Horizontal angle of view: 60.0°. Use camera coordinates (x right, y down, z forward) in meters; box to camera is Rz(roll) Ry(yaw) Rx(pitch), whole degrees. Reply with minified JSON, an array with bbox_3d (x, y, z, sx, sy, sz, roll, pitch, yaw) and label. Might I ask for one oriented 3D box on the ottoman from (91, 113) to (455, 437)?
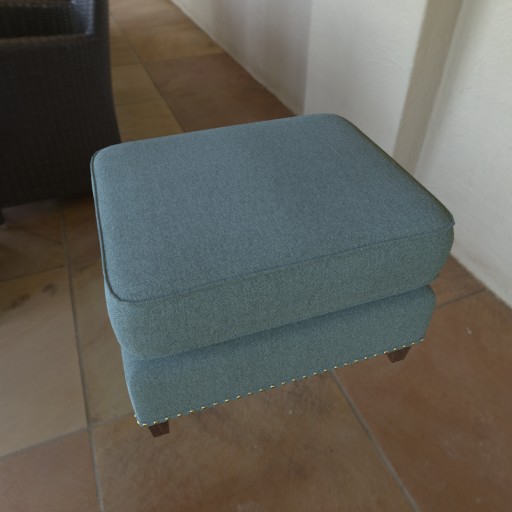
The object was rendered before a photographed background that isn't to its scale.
[{"bbox_3d":[0.000,0.000,1.143,0.738,0.537,0.589,-13,44,-14],"label":"ottoman"}]
